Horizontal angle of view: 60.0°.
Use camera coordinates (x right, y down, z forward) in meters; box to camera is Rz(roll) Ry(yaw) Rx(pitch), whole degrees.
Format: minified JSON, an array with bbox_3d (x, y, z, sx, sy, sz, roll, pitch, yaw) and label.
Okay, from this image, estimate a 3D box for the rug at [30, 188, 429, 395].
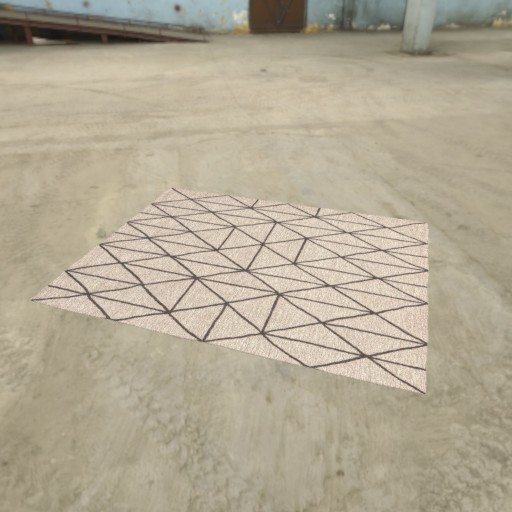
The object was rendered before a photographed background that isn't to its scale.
[{"bbox_3d":[0.000,0.000,4.139,3.061,0.022,2.468,10,33,16],"label":"rug"}]
